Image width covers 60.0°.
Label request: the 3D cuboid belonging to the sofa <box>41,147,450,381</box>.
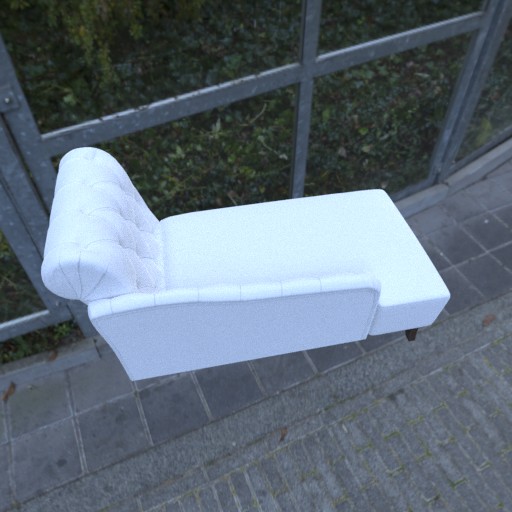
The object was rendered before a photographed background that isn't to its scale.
[{"bbox_3d":[0.000,0.000,1.778,1.379,0.787,0.675,-8,47,-8],"label":"sofa"}]
